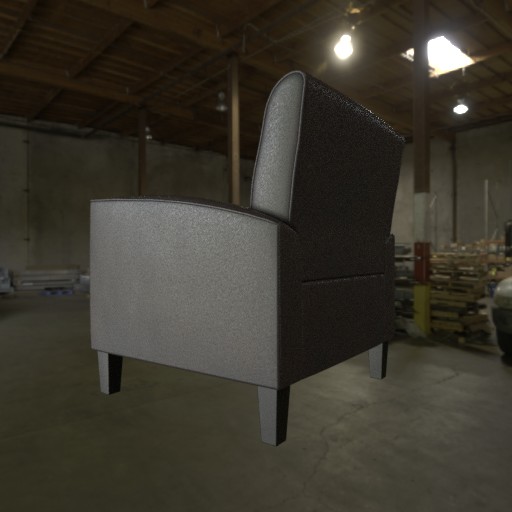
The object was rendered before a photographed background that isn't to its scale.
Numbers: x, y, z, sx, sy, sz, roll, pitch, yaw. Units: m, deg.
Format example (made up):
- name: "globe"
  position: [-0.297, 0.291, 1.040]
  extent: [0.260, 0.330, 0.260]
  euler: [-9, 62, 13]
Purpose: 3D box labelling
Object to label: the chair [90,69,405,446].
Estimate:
- name: "chair"
  position: [0.000, 0.000, 1.568]
  extent: [0.819, 0.916, 0.820]
  euler: [0, 1, 36]
